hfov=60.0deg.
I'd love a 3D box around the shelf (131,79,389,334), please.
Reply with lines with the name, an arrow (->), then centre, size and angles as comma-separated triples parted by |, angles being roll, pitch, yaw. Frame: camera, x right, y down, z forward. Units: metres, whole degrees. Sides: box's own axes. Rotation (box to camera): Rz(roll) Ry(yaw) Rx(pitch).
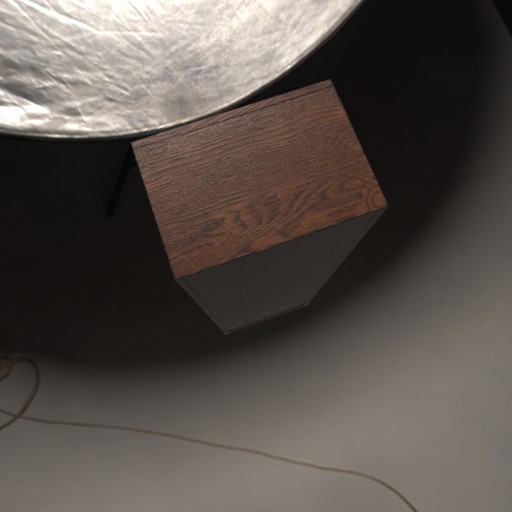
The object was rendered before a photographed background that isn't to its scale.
shelf -> 0.000, 0.000, 1.922 | 0.539, 1.732, 0.395 | -19, 77, -5
